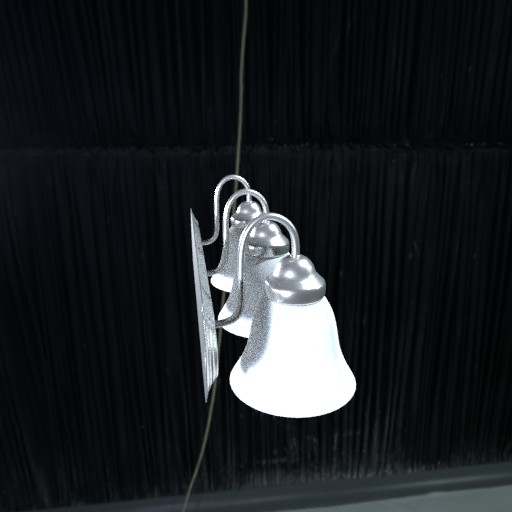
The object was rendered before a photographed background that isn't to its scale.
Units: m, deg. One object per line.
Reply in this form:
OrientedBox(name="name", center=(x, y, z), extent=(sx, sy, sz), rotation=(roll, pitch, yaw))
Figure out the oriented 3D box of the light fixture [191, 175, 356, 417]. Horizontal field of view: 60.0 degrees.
OrientedBox(name="light fixture", center=(0.000, 0.000, 0.732), extent=(0.199, 0.222, 0.610), rotation=(-3, 17, -9))
